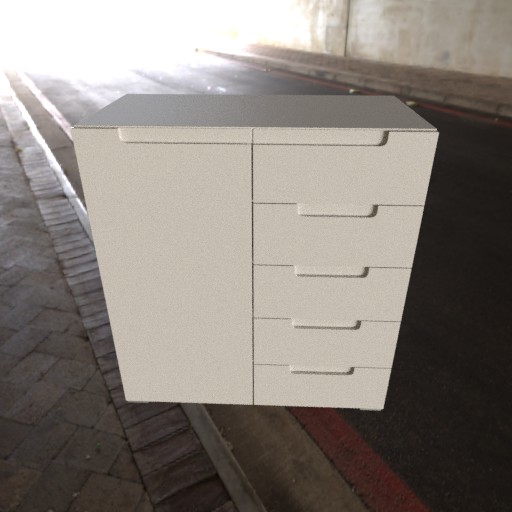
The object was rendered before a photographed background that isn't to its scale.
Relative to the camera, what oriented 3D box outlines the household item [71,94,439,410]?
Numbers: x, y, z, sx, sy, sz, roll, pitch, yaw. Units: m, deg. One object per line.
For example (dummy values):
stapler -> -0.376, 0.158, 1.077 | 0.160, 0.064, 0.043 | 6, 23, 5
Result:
household item -> 0.000, 0.000, 1.356 | 0.800, 0.870, 0.420 | 1, 30, 2
